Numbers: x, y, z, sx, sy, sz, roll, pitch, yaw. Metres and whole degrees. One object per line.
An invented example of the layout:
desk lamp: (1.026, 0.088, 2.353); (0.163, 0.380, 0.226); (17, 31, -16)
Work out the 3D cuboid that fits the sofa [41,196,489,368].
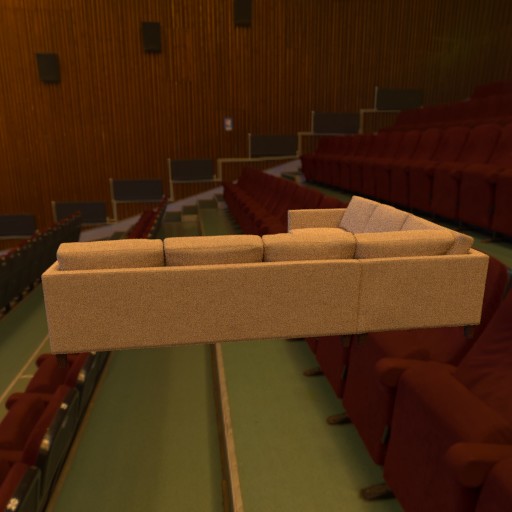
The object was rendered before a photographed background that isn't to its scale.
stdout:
sofa: (0.000, 0.000, 4.282); (3.182, 0.863, 2.432); (-2, 15, -9)
